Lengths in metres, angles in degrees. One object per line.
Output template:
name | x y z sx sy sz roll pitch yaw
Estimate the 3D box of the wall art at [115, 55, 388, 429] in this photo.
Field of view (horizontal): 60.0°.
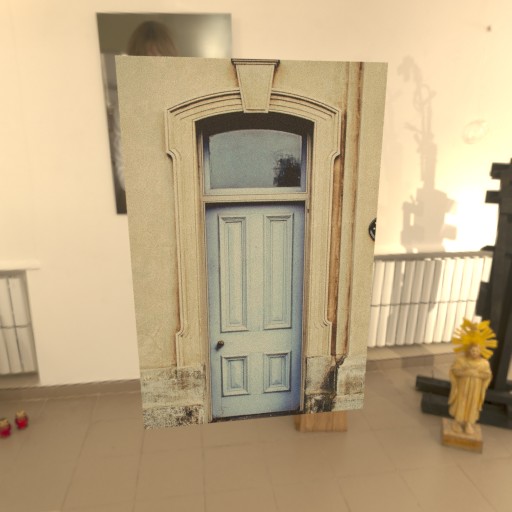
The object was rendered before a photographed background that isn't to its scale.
wall art | 0.000 0.000 0.746 0.403 0.607 0.036 -2 16 -9
